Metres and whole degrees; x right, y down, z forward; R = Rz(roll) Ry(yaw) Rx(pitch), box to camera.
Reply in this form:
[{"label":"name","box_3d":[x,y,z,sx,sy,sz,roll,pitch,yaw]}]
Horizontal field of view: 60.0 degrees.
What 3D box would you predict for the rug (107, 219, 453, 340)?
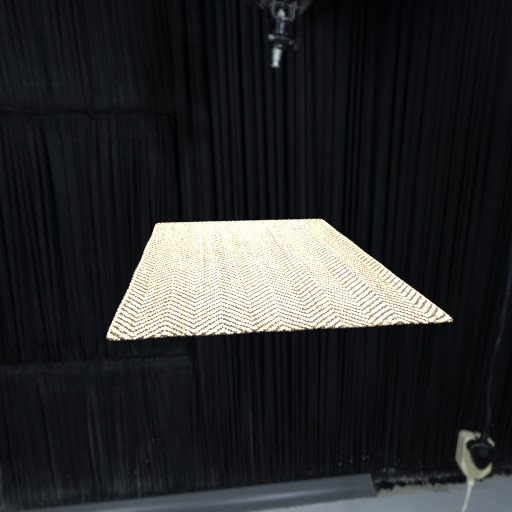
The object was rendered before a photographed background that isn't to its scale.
[{"label":"rug","box_3d":[0.000,0.000,2.385,1.219,0.008,1.828,-2,16,-7]}]
